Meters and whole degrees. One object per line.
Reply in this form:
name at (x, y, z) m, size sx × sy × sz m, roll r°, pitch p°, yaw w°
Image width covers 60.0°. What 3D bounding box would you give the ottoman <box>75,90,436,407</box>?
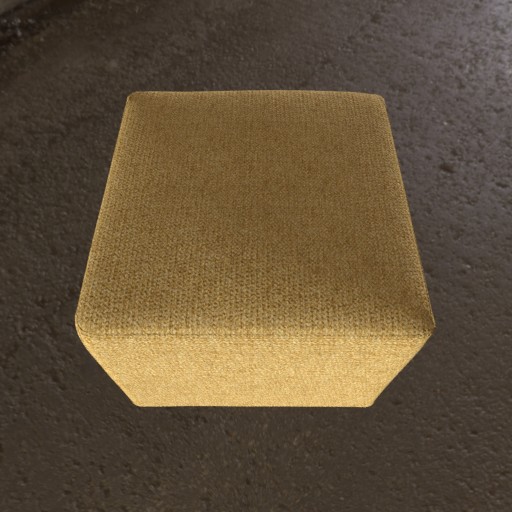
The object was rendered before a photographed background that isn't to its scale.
ottoman at (0.000, 0.000, 0.887) m, size 0.505 × 0.441 × 0.512 m, roll 0°, pitch 58°, yaw 0°
